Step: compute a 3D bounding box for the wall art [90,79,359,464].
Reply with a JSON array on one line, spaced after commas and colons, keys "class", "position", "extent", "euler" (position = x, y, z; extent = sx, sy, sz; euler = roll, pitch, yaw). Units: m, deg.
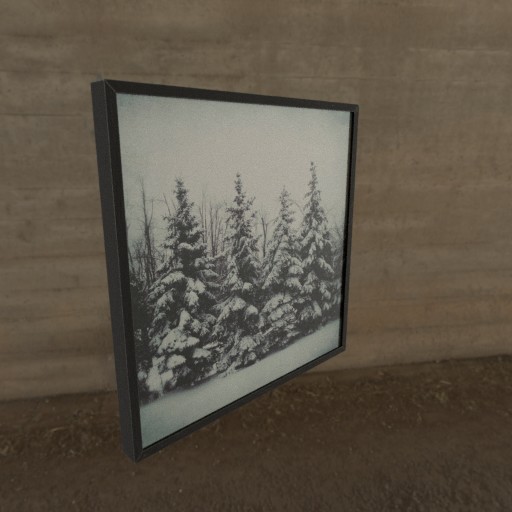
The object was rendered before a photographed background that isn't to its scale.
[{"class": "wall art", "position": [0.000, 0.000, 0.740], "extent": [0.506, 0.506, 0.036], "euler": [-13, 20, -42]}]
